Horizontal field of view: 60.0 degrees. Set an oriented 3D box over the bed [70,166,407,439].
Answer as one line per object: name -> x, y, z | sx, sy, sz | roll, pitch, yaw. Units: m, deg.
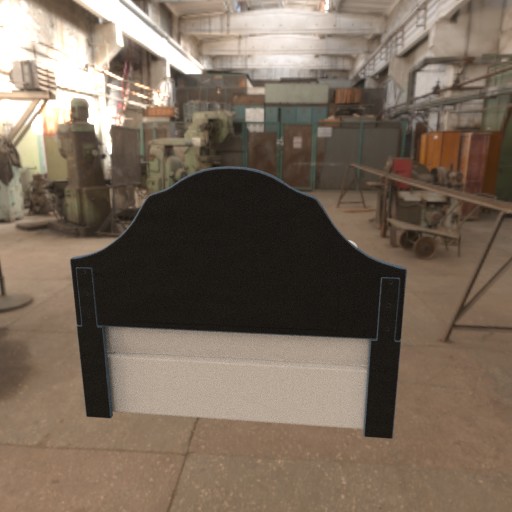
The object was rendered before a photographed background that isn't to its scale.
bed -> 0.000, 0.000, 3.787 | 2.039, 1.617, 2.477 | 2, 14, 6
